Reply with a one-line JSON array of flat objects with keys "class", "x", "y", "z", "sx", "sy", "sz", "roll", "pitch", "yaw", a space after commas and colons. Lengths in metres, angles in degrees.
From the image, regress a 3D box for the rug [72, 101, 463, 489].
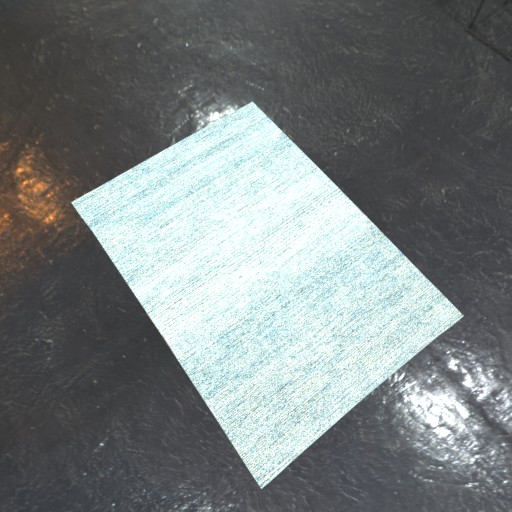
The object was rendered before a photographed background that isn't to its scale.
[{"class": "rug", "x": 0.000, "y": 0.000, "z": 2.974, "sx": 1.611, "sy": 0.026, "sz": 2.260, "roll": -34, "pitch": 69, "yaw": -15}]
